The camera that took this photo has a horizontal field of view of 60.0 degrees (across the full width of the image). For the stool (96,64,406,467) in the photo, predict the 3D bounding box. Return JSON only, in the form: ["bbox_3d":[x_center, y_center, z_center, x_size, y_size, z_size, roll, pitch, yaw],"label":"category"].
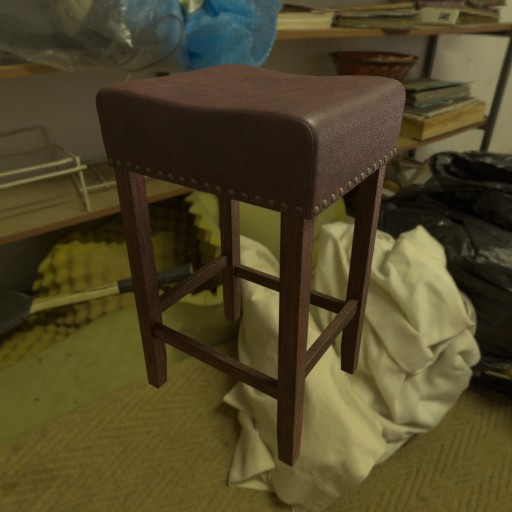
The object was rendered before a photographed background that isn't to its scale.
[{"bbox_3d":[0.000,0.000,1.031,0.465,0.769,0.401,19,35,29],"label":"stool"}]
